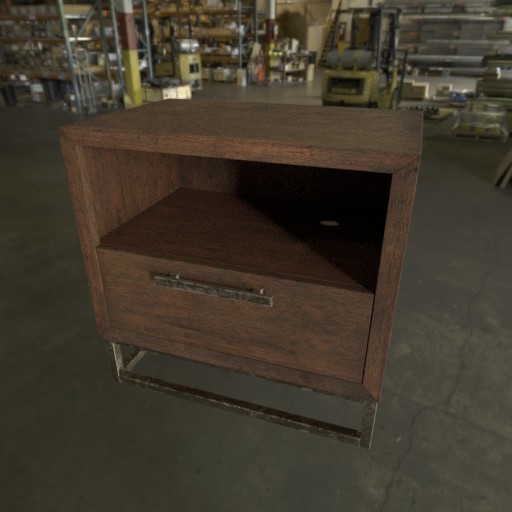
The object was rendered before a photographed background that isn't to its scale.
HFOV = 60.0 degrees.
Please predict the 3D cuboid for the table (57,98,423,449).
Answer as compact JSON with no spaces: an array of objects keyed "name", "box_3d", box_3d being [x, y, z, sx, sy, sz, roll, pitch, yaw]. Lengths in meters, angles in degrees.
[{"name":"table","box_3d":[0.000,0.000,1.243,0.767,0.746,0.542,9,28,17]}]
